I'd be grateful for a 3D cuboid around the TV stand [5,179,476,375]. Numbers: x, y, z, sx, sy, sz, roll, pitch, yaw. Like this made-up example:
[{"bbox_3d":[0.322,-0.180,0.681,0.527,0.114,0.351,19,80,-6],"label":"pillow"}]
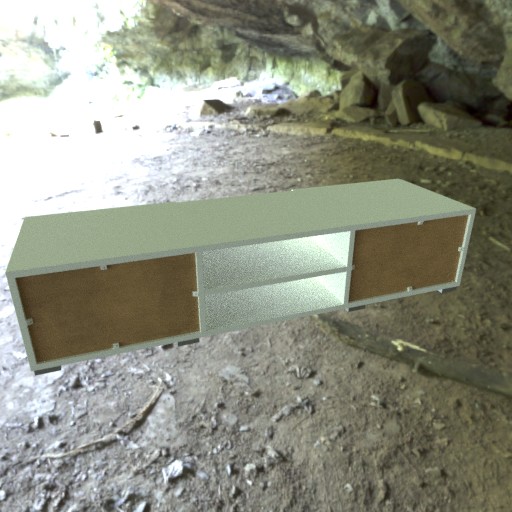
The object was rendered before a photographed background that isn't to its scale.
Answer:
[{"bbox_3d":[0.000,0.000,1.497,1.400,0.310,0.420,-8,26,-18],"label":"TV stand"}]
